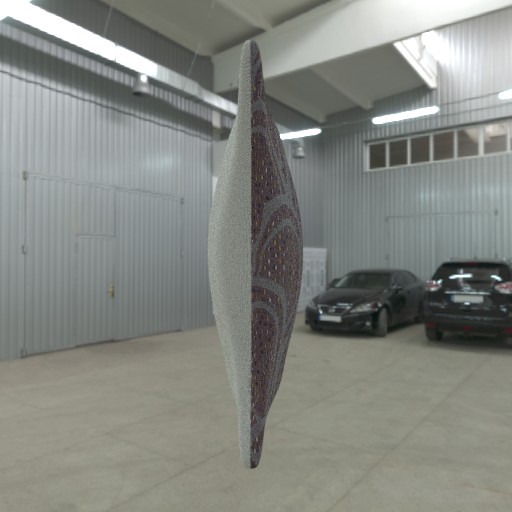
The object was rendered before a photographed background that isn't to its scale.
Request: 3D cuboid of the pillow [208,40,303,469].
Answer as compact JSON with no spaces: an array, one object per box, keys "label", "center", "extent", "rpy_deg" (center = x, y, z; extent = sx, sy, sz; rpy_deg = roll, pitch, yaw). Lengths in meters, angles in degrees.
[{"label":"pillow","center":[0.000,0.000,0.776],"extent":[0.163,0.513,0.514],"rpy_deg":[0,-1,1]}]
